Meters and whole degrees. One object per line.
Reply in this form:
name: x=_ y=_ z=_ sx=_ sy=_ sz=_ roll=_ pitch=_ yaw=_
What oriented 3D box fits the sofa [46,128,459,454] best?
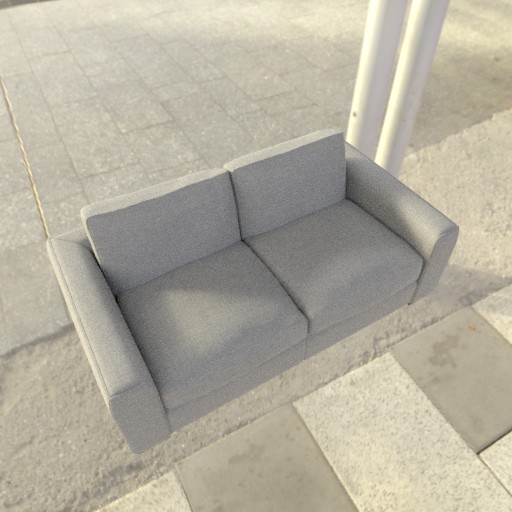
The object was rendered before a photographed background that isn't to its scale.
sofa: x=0.000 y=0.000 z=2.390 sx=1.920 sy=0.800 sz=1.069 roll=-23 pitch=51 yaw=-20
